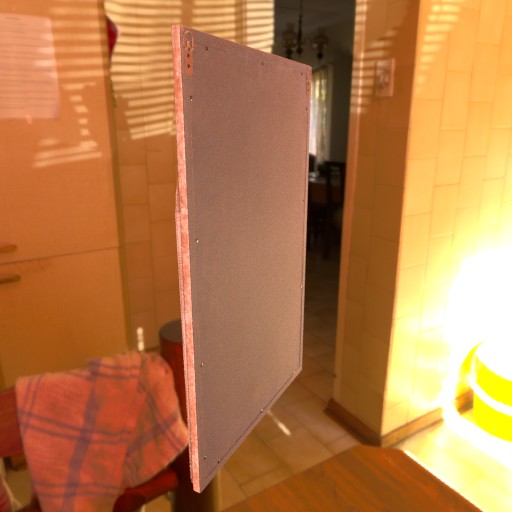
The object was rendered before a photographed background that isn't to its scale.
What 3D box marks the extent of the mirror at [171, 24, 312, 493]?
[{"bbox_3d":[0.000,0.000,0.928,0.058,0.787,0.495,8,18,27],"label":"mirror"}]
